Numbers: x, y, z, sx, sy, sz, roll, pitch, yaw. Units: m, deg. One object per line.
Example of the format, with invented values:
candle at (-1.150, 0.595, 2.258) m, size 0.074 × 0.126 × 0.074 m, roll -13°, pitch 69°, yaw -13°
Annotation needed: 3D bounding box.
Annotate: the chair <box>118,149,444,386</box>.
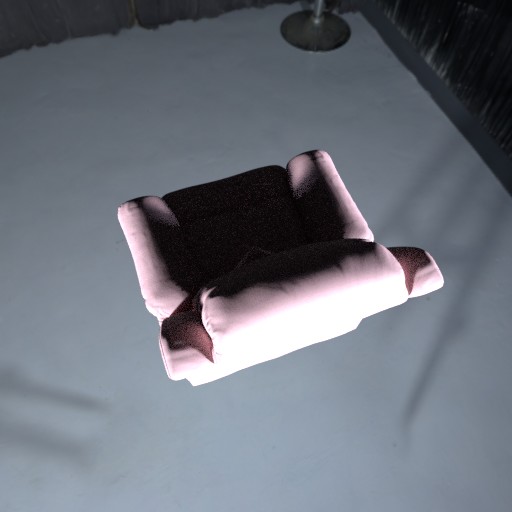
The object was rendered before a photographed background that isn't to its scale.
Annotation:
chair at (0.000, 0.000, 1.260) m, size 0.680 × 0.702 × 0.709 m, roll -17°, pitch 60°, yaw -10°
